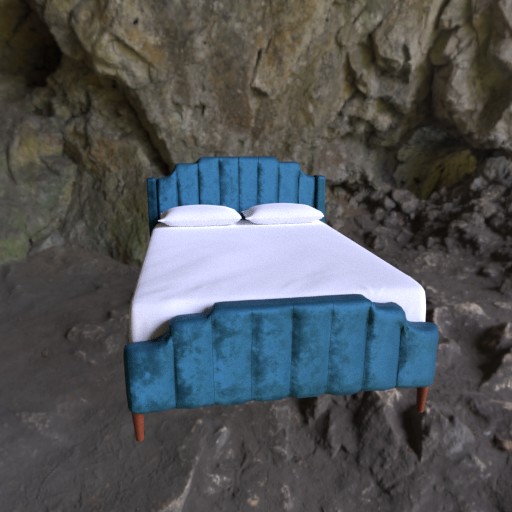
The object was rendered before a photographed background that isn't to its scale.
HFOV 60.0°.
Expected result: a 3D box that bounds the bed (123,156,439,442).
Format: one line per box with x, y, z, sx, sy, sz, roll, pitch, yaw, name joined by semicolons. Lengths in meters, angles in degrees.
0.000;0.000;3.280;1.678;1.338;2.322;-2;16;-9;bed
